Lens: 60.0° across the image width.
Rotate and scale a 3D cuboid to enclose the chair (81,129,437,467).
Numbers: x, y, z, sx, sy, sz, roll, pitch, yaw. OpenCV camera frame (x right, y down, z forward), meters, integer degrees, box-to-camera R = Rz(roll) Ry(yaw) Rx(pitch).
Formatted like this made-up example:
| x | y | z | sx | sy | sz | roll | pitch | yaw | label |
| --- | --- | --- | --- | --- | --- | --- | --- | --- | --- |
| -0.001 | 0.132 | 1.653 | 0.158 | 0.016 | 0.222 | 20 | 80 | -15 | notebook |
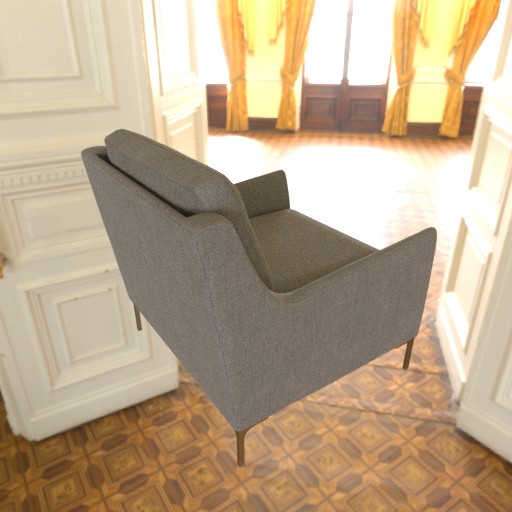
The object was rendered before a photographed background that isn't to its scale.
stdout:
| x | y | z | sx | sy | sz | roll | pitch | yaw | label |
| --- | --- | --- | --- | --- | --- | --- | --- | --- | --- |
| 0.000 | 0.000 | 1.522 | 0.849 | 0.828 | 0.847 | -17 | 32 | -30 | chair |
